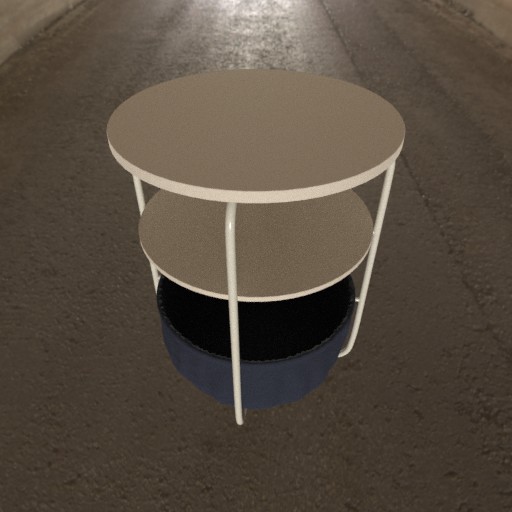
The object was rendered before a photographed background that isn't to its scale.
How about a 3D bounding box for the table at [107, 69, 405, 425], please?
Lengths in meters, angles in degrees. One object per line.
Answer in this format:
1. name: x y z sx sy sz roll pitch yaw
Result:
1. table: 0.000 0.000 0.812 0.418 0.532 0.418 -25 46 -27
